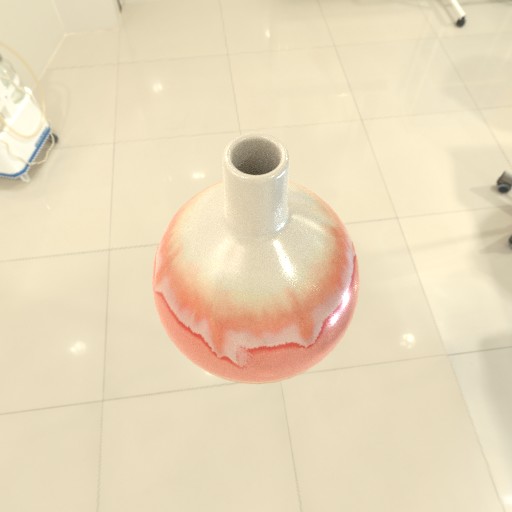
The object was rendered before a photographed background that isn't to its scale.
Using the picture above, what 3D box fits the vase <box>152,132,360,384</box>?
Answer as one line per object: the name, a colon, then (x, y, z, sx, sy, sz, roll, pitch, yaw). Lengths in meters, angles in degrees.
vase: (0.000, 0.000, 0.274, 0.137, 0.176, 0.137, 0, 59, 0)
